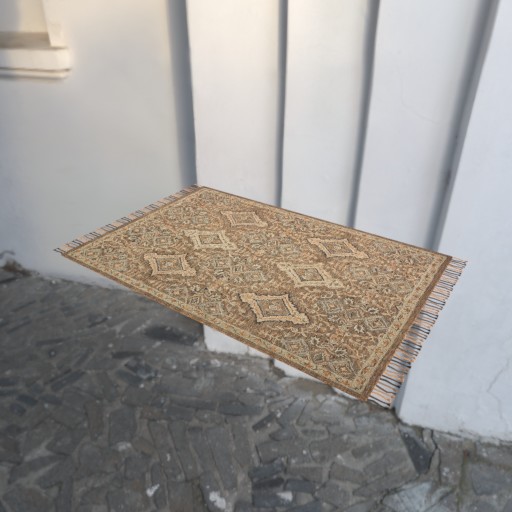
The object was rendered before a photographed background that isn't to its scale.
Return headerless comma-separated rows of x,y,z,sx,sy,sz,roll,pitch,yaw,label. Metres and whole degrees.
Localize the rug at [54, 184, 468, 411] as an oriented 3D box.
0.000,0.000,3.051,2.434,0.010,1.516,20,36,29,rug
